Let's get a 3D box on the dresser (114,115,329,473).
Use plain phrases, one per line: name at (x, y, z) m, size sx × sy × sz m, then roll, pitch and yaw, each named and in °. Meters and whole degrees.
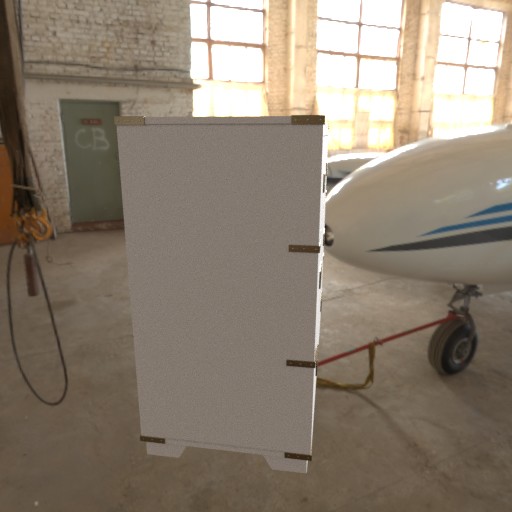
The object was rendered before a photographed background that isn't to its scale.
dresser at (0.000, 0.000, 1.539) m, size 0.460 × 0.891 × 1.022 m, roll 3°, pitch 16°, yaw 9°
